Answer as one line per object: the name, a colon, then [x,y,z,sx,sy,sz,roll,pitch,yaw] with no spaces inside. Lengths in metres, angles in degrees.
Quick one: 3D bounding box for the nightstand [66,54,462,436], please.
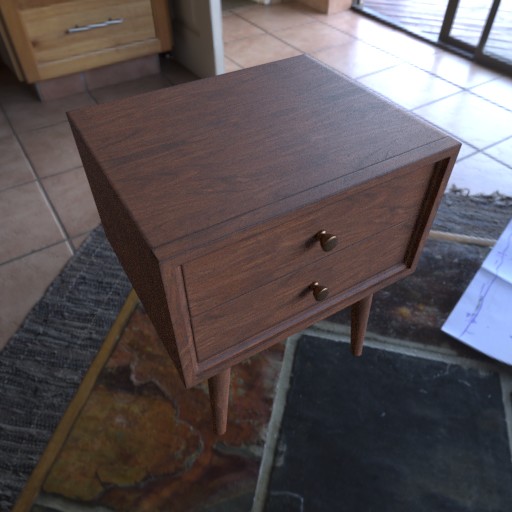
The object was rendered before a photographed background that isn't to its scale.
nightstand: [0.000,0.000,0.958,0.521,0.607,0.445,-23,49,-21]
